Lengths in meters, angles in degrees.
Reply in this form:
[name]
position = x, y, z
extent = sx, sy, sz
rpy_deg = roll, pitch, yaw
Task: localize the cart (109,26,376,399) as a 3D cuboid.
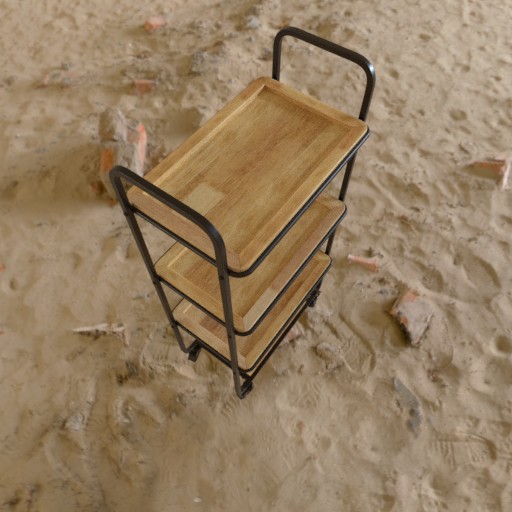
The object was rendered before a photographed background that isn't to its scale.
[cart]
position = 0.000, 0.000, 1.289
extent = 0.321, 1.080, 0.545
rpy_deg = 32, 64, 18
